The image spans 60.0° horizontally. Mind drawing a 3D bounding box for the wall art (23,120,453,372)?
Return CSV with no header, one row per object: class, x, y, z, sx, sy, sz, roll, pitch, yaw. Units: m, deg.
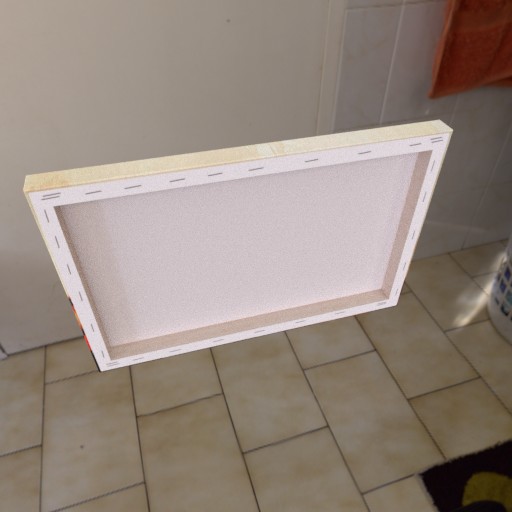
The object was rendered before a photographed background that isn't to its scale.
wall art,0.000,0.000,0.761,0.613,0.402,0.040,-11,43,-11
